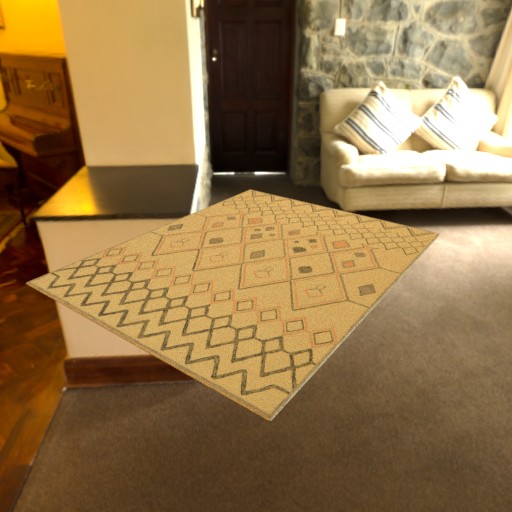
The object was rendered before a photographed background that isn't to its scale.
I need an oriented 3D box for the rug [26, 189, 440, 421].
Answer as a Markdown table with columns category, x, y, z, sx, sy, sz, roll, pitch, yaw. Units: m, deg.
| category | x | y | z | sx | sy | sz | roll | pitch | yaw |
| --- | --- | --- | --- | --- | --- | --- | --- | --- | --- |
| rug | 0.000 | 0.000 | 4.080 | 2.441 | 0.016 | 3.050 | 18 | 32 | 32 |
